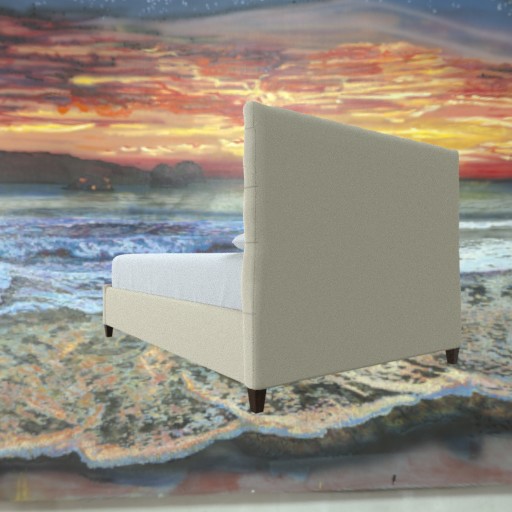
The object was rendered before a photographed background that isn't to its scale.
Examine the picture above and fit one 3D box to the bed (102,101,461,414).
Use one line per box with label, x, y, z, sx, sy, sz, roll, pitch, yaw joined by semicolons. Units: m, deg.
bed;0.000;0.000;3.431;1.698;1.427;2.387;0;0;-35
